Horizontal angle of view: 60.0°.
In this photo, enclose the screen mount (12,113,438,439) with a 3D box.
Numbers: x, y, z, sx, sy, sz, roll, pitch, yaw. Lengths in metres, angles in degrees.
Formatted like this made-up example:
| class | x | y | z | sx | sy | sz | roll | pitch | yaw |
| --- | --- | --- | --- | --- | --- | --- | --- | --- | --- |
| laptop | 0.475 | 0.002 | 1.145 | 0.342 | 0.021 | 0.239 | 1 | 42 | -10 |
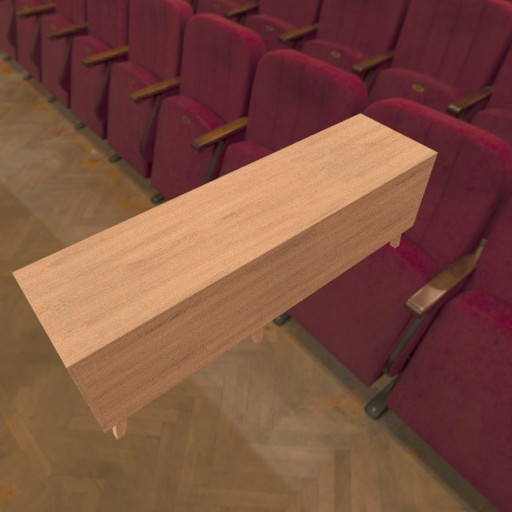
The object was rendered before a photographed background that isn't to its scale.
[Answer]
| class | x | y | z | sx | sy | sz | roll | pitch | yaw |
| --- | --- | --- | --- | --- | --- | --- | --- | --- | --- |
| screen mount | 0.000 | 0.000 | 1.692 | 1.500 | 0.510 | 0.400 | -30 | 53 | -26 |
